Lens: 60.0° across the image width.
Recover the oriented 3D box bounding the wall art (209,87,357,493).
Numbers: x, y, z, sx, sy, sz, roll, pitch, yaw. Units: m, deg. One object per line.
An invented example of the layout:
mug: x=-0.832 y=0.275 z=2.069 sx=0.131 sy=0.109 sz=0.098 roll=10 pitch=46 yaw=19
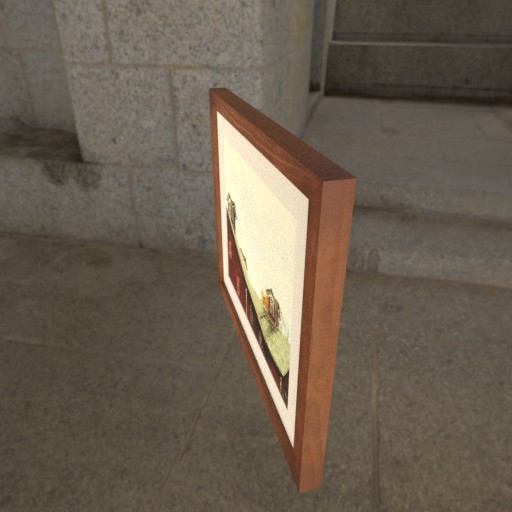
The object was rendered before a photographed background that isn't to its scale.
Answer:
wall art: x=0.000 y=0.000 z=0.748 sx=0.033 sy=0.457 sz=0.558 roll=-8 pitch=30 yaw=-14
